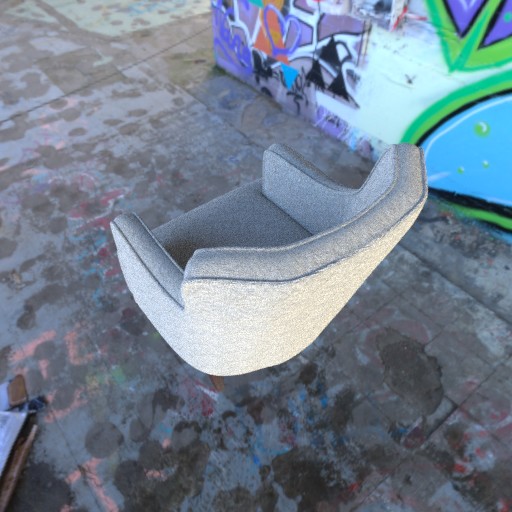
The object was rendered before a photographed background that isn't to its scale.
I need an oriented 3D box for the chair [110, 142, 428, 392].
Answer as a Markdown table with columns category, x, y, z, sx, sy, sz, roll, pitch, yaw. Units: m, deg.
| category | x | y | z | sx | sy | sz | roll | pitch | yaw |
| --- | --- | --- | --- | --- | --- | --- | --- | --- | --- |
| chair | 0.000 | 0.000 | 1.652 | 0.820 | 0.920 | 0.910 | -30 | 54 | -25 |
